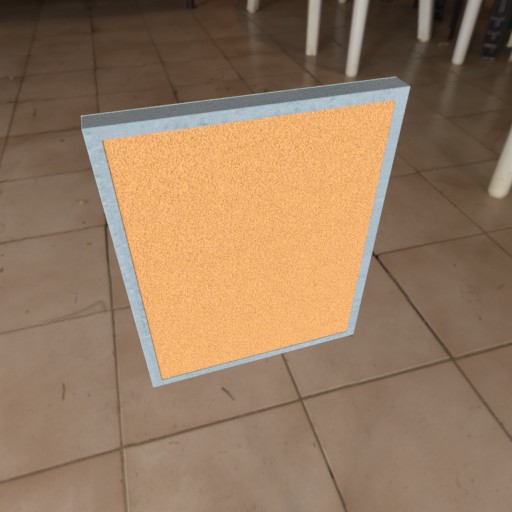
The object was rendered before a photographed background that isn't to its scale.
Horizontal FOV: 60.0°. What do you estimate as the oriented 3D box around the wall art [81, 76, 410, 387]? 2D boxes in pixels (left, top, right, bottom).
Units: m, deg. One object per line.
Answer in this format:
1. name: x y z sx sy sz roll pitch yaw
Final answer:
1. wall art: 0.000 0.000 0.709 0.409 0.509 0.037 -12 43 -13
